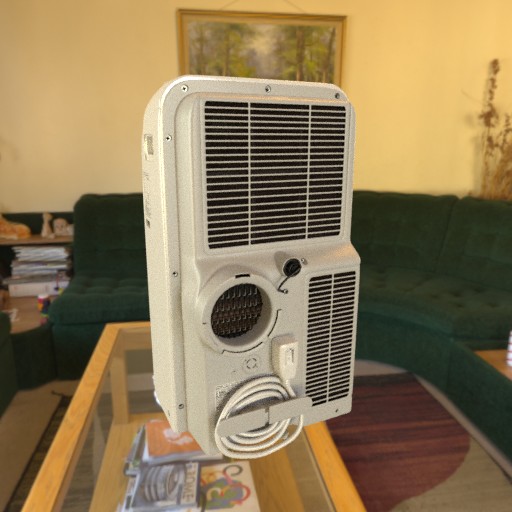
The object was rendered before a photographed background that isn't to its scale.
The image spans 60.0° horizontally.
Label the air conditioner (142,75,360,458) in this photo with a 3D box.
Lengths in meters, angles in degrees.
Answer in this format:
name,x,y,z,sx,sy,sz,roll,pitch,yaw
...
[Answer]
name,x,y,z,sx,sy,sz,roll,pitch,yaw
air conditioner,0.000,0.000,1.034,0.449,0.786,0.414,-7,16,-25
